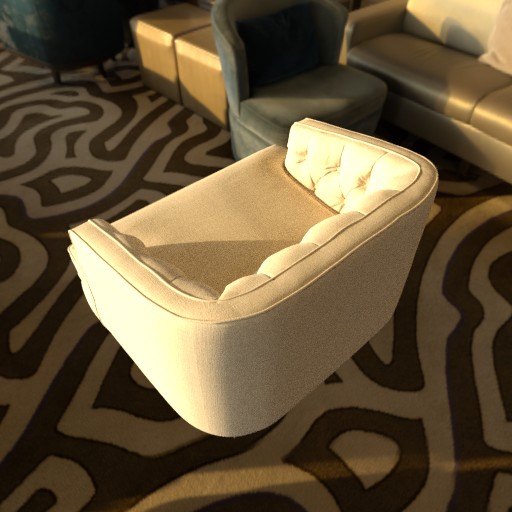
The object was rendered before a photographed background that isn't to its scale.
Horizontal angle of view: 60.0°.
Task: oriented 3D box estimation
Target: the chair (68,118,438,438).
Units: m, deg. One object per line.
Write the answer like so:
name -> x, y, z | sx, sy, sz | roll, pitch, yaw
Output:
chair -> 0.000, 0.000, 1.698 | 1.118, 0.787, 0.914 | -32, 54, -28
